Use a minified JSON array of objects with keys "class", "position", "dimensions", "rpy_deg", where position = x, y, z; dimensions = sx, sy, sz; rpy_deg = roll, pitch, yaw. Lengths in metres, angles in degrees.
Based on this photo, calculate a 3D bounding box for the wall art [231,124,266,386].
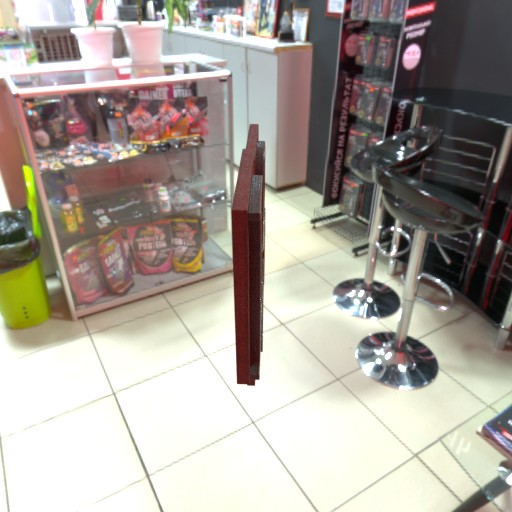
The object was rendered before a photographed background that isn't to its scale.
[{"class":"wall art","position":[0.000,0.000,0.852],"dimensions":[0.030,0.497,0.635],"rpy_deg":[1,31,2]}]
